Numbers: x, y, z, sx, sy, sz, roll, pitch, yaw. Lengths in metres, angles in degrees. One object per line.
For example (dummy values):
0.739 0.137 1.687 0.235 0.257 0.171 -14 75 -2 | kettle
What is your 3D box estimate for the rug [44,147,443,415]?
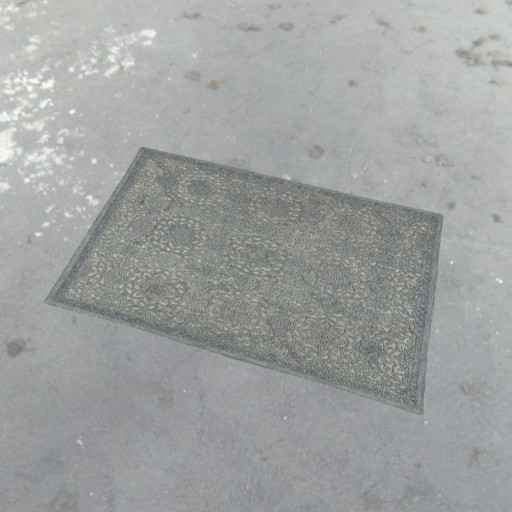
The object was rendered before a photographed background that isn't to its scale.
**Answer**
0.000 0.000 3.151 2.498 0.022 1.535 14 59 9 | rug
